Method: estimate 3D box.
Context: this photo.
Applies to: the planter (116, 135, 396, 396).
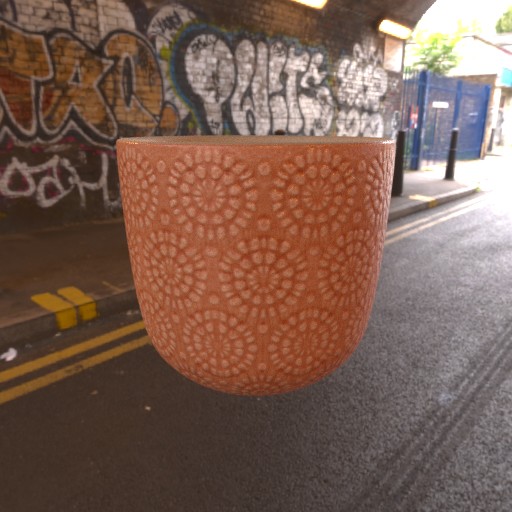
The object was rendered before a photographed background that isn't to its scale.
[{"bbox_3d":[0.000,0.000,0.369,0.208,0.190,0.208,0,16,0],"label":"planter"}]
